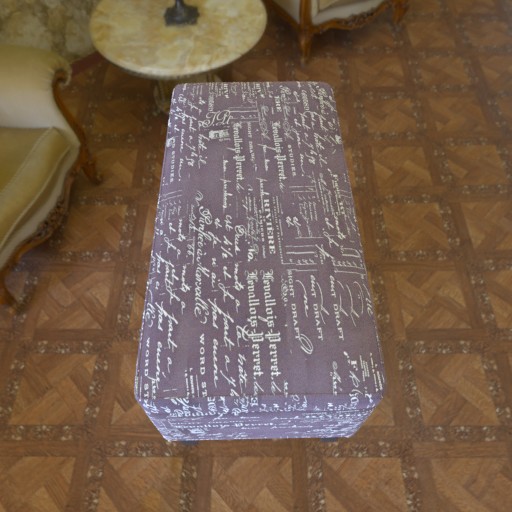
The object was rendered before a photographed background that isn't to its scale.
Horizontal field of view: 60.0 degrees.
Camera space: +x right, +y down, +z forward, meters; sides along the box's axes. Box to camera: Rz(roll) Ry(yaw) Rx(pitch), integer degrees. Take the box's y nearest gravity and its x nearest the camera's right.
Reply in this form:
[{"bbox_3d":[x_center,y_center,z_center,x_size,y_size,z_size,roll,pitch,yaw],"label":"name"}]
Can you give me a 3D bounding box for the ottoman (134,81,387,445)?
[{"bbox_3d":[0.000,0.000,1.070,0.406,0.457,0.813,-1,56,-1],"label":"ottoman"}]
